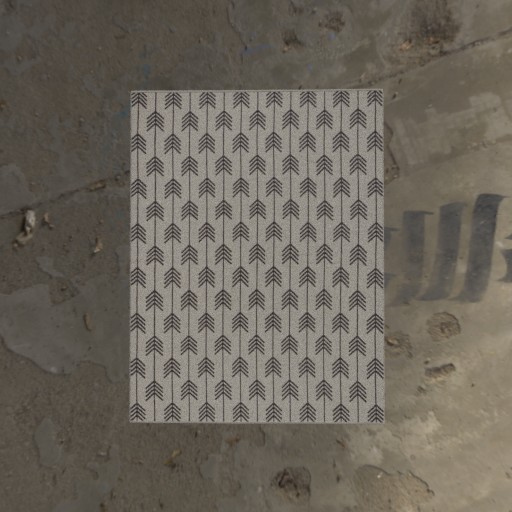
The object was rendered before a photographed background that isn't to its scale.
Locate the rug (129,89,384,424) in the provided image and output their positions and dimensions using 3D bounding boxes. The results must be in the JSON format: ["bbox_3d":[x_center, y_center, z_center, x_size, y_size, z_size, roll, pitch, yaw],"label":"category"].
[{"bbox_3d":[0.000,0.000,4.065,2.330,0.010,3.061,0,89,1],"label":"rug"}]
